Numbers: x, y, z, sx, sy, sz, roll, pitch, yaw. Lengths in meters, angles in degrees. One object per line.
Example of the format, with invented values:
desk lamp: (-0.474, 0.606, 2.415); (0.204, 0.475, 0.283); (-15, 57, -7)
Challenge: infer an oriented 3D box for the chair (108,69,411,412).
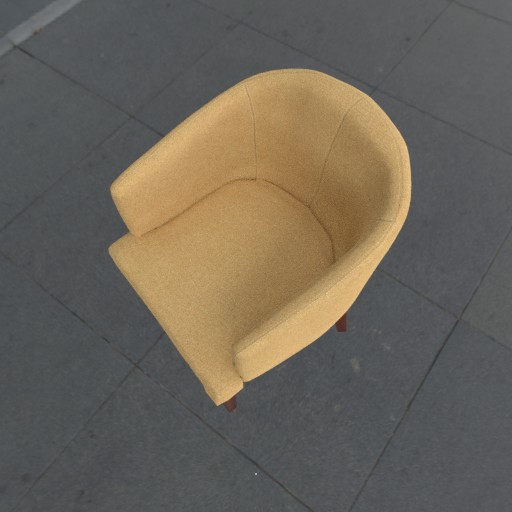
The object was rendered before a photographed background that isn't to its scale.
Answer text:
chair: (0.000, 0.000, 1.256); (0.655, 0.811, 0.583); (-35, 69, -16)
